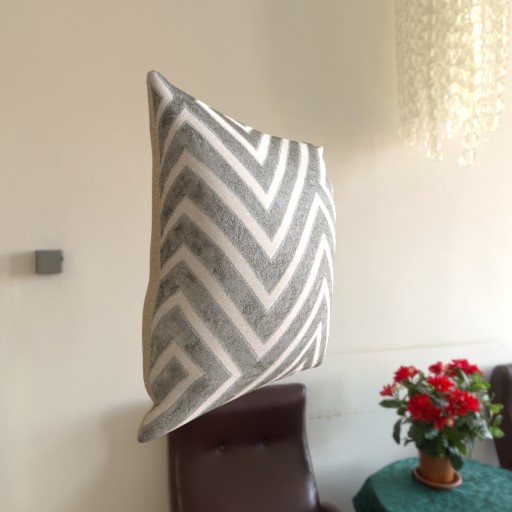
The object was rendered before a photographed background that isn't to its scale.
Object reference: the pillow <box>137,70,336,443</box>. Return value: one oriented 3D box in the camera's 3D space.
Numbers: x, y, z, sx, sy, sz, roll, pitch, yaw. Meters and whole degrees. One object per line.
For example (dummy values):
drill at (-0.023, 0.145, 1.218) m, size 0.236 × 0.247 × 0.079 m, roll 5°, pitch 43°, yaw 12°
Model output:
pillow at (0.000, 0.000, 0.687) m, size 0.182 × 0.441 × 0.440 m, roll 0°, pitch 0°, yaw 37°
